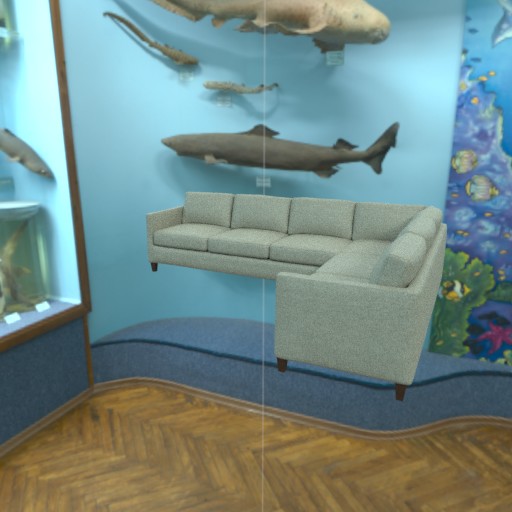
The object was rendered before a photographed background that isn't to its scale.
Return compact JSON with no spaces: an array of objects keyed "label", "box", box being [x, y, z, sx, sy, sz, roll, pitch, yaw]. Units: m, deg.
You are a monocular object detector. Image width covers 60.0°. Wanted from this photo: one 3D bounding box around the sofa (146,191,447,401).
[{"label":"sofa","box":[0.000,0.000,4.384,3.333,0.934,2.522,7,16,25]}]
